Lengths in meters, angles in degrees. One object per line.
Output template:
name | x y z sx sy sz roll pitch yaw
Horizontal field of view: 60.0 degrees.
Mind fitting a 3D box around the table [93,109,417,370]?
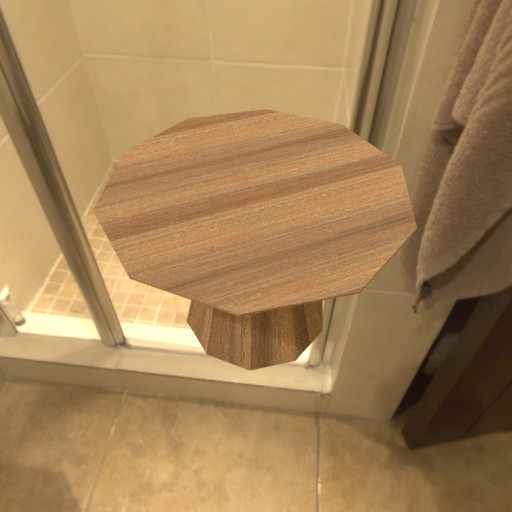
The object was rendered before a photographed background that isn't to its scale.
table | 0.000 0.000 1.935 1.186 0.752 1.186 0 46 0
